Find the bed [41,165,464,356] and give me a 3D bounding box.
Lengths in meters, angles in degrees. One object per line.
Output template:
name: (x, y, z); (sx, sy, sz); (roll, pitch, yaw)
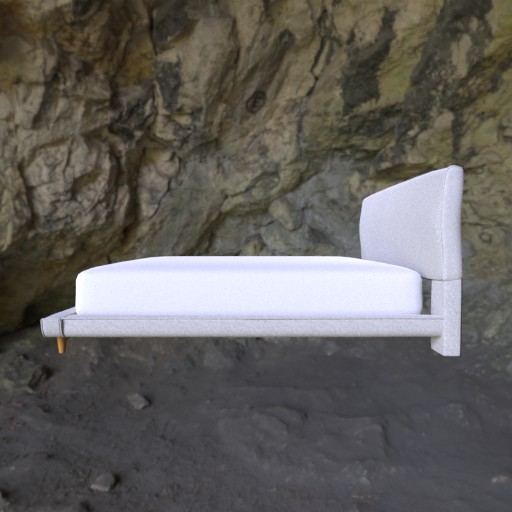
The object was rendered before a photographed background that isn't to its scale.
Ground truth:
bed: (0.000, 0.000, 3.332); (2.368, 1.067, 1.840); (0, 2, 0)
